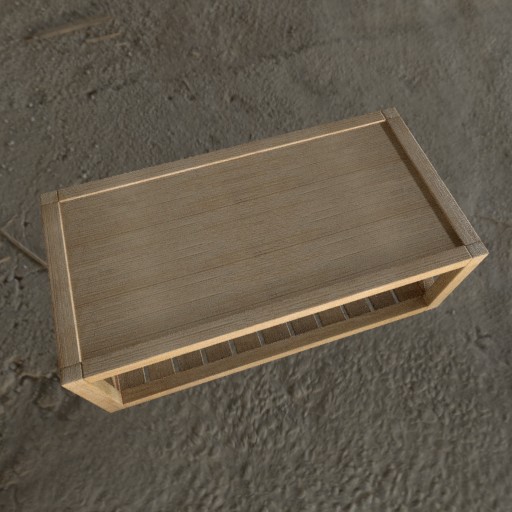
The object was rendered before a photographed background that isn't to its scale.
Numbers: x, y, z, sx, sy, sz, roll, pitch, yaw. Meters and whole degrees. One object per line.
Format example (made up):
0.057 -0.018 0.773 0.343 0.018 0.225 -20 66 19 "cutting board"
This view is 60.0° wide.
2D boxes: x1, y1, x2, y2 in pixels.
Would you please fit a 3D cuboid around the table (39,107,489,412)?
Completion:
0.000 0.000 1.627 1.321 0.457 0.660 -16 63 -8 "table"
